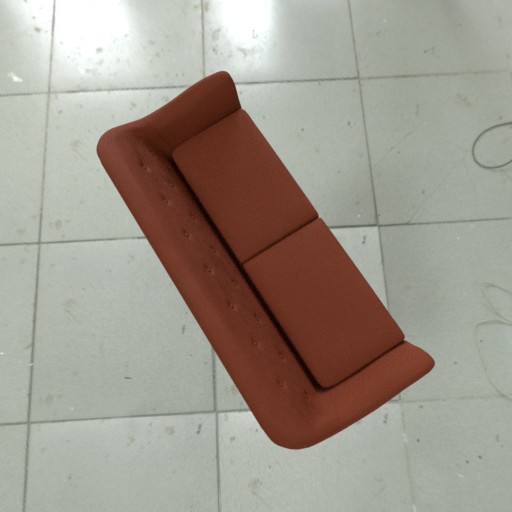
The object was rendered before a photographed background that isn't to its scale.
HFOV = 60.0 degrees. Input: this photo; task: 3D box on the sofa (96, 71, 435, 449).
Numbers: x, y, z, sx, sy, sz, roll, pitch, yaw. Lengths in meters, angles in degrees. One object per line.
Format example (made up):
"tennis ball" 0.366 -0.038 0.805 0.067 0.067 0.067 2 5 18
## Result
"sofa" 0.000 0.000 2.301 0.820 0.836 1.840 -32 79 -7
